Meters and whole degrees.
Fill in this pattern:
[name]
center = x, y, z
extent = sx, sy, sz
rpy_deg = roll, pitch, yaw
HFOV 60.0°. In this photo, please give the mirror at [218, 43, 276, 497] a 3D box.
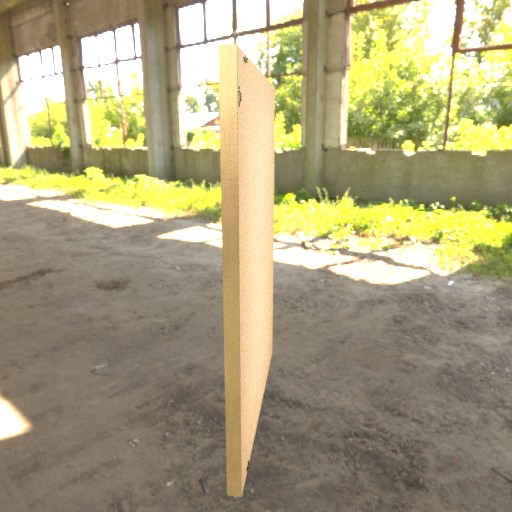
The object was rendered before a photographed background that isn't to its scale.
[mirror]
center = 0.000, 0.000, 1.318
extent = 0.041, 1.016, 0.762
rpy_deg = 2, 15, 7
